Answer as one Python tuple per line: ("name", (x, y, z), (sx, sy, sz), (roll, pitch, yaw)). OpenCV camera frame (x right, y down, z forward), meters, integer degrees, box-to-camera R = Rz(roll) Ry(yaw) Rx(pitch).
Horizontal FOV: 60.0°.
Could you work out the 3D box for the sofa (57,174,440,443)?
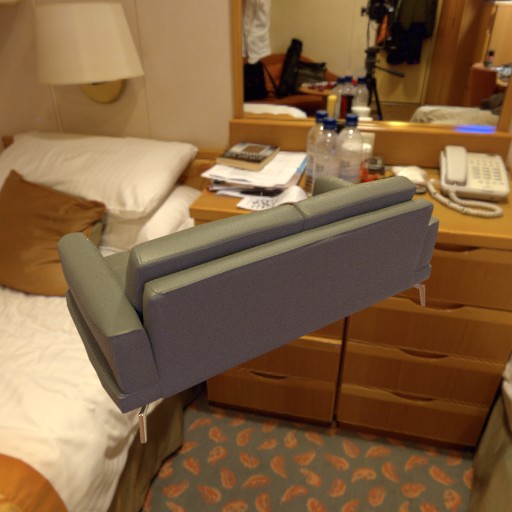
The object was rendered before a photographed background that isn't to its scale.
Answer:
("sofa", (0.000, 0.000, 2.753), (2.177, 0.930, 1.121), (-18, 33, -29))
